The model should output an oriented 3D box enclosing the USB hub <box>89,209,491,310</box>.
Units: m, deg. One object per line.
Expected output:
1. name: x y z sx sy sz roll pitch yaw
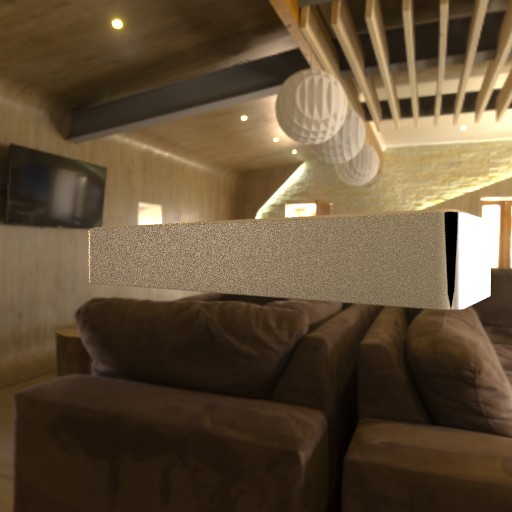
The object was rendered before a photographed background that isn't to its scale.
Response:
1. USB hub: 0.000 0.000 0.159 0.145 0.023 0.044 1 1 37
